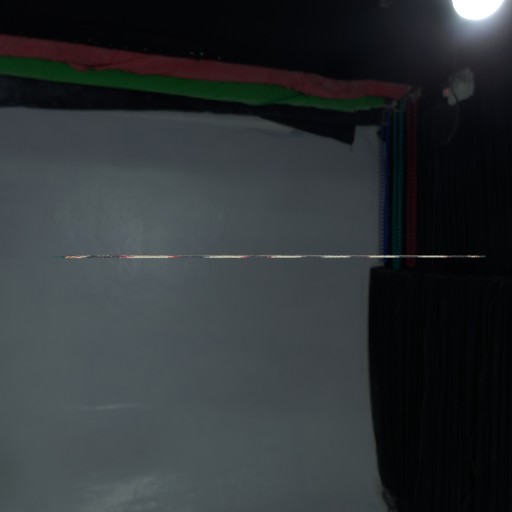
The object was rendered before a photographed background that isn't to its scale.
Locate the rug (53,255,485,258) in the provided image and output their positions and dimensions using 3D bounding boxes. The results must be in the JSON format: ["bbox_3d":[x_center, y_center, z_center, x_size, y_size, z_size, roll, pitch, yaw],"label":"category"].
[{"bbox_3d":[0.000,0.000,2.920,2.311,0.010,1.522,0,0,-20],"label":"rug"}]
